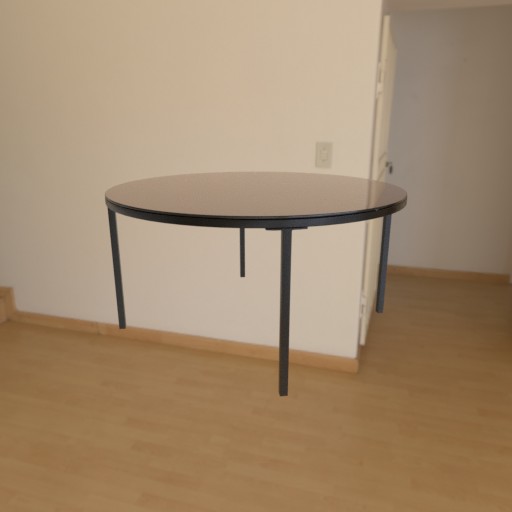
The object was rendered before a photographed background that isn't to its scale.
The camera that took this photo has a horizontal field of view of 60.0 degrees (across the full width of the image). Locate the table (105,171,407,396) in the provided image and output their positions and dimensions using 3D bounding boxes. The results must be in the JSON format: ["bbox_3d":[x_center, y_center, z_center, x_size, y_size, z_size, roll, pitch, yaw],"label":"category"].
[{"bbox_3d":[0.000,0.000,1.287,0.800,0.400,0.800,0,17,0],"label":"table"}]
